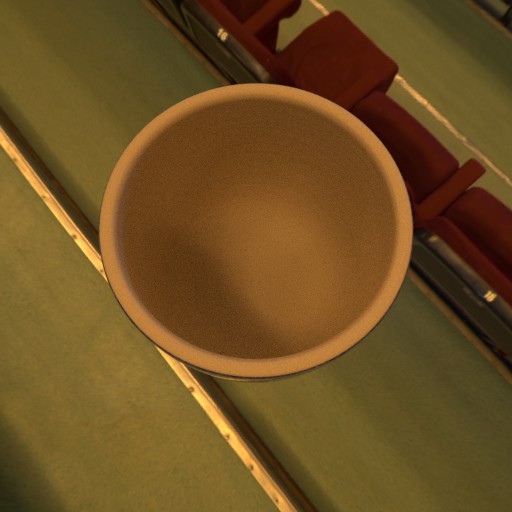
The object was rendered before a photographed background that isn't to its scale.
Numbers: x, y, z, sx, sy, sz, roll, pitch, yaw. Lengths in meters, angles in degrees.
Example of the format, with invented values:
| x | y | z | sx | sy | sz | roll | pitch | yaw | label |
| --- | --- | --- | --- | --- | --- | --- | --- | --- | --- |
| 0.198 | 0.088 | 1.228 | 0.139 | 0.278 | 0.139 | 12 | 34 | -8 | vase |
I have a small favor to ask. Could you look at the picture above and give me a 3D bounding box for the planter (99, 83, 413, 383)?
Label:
| x | y | z | sx | sy | sz | roll | pitch | yaw | label |
| --- | --- | --- | --- | --- | --- | --- | --- | --- | --- |
| 0.000 | 0.000 | 0.300 | 0.165 | 0.149 | 0.165 | 0 | 73 | 0 | planter |
